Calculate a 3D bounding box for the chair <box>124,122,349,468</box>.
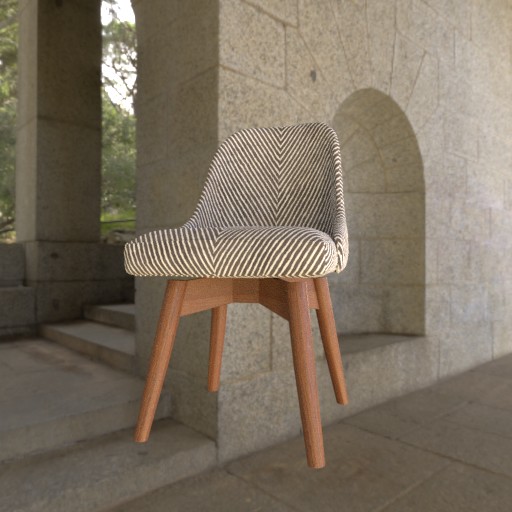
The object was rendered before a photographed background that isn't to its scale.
[{"bbox_3d":[0.000,0.000,1.231,0.504,0.883,0.591,0,0,18],"label":"chair"}]
